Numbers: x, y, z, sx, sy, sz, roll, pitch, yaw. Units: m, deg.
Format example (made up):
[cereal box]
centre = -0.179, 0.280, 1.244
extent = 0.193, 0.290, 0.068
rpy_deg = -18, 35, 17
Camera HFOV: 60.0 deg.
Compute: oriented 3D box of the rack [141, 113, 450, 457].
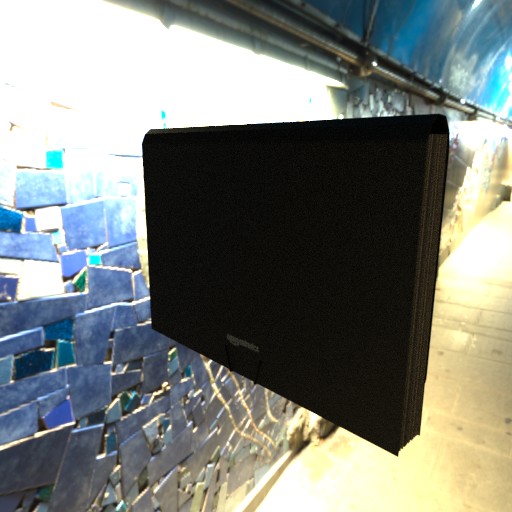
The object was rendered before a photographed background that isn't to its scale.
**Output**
[rack]
centre = 0.000, 0.000, 0.420
extent = 0.041, 0.241, 0.330
rpy_deg = -13, 19, -43
